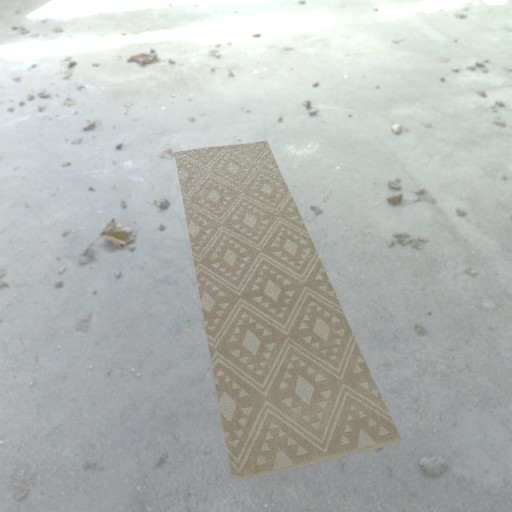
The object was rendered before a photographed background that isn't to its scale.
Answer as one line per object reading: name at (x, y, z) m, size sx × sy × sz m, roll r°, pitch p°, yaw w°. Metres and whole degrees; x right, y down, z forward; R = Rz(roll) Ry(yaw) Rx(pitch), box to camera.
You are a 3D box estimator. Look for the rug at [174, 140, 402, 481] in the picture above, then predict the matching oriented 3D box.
rug at (0.000, 0.000, 2.689) m, size 0.752 × 0.051 × 2.452 m, roll -9°, pitch 47°, yaw -9°
